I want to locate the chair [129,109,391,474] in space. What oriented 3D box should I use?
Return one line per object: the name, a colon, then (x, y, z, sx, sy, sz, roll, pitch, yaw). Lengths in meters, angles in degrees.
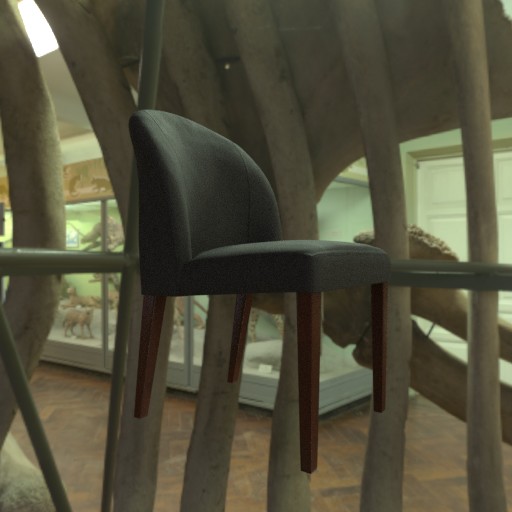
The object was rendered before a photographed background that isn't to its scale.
chair: (0.000, 0.000, 1.229, 0.619, 0.879, 0.506, 0, 0, 35)
